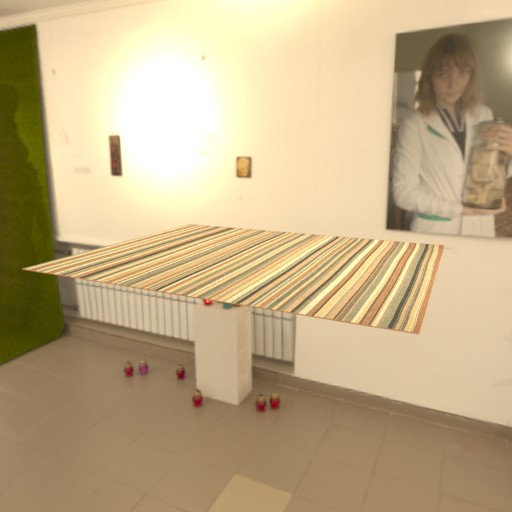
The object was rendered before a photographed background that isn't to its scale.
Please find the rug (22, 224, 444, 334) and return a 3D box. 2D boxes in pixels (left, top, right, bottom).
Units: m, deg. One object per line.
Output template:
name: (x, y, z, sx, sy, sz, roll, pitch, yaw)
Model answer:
rug: (0.000, 0.000, 4.019, 3.045, 0.011, 2.436, 6, 15, 25)
